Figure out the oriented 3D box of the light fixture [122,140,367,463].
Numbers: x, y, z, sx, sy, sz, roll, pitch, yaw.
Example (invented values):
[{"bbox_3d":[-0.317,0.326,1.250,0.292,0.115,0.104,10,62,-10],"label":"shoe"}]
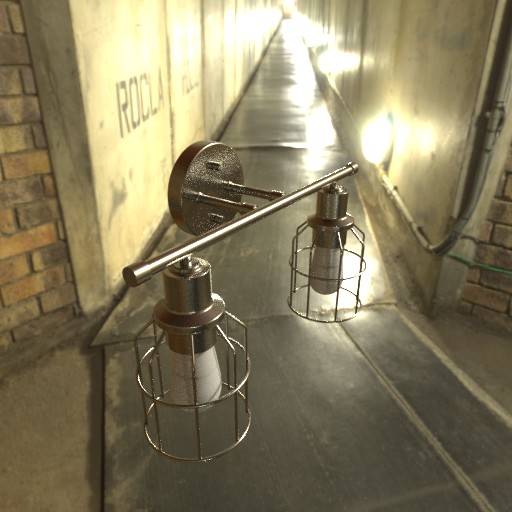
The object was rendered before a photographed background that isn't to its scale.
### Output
[{"bbox_3d":[0.000,0.000,0.531,0.165,0.254,0.406,17,30,32],"label":"light fixture"}]
